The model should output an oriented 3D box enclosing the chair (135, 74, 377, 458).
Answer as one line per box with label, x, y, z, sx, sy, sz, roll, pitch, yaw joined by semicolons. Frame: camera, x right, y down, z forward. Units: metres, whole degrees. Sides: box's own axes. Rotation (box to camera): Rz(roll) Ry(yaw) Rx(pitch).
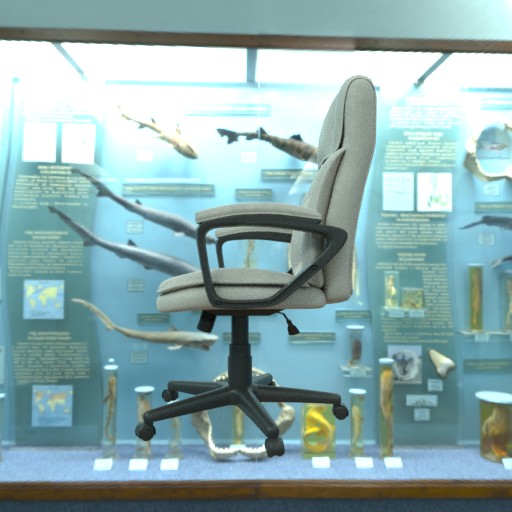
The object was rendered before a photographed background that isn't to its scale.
chair;0.000;0.000;1.522;0.724;1.105;0.667;0;-2;0
